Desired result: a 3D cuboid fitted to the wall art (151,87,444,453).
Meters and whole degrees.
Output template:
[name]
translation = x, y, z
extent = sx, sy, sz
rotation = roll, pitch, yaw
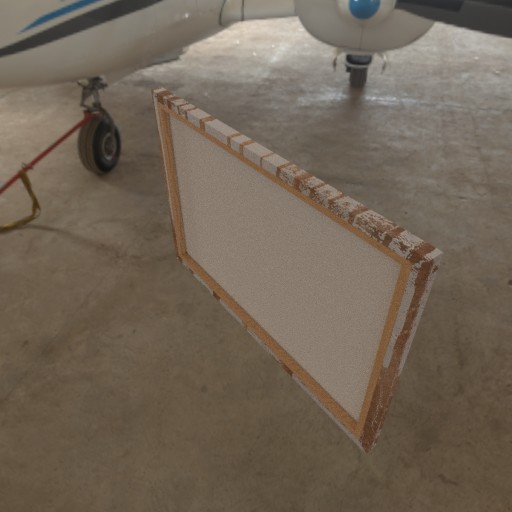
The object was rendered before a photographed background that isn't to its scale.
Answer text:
[wall art]
translation = 0.000, 0.000, 1.151
extent = 0.035, 0.609, 0.914
rotation = -26, 47, -28
